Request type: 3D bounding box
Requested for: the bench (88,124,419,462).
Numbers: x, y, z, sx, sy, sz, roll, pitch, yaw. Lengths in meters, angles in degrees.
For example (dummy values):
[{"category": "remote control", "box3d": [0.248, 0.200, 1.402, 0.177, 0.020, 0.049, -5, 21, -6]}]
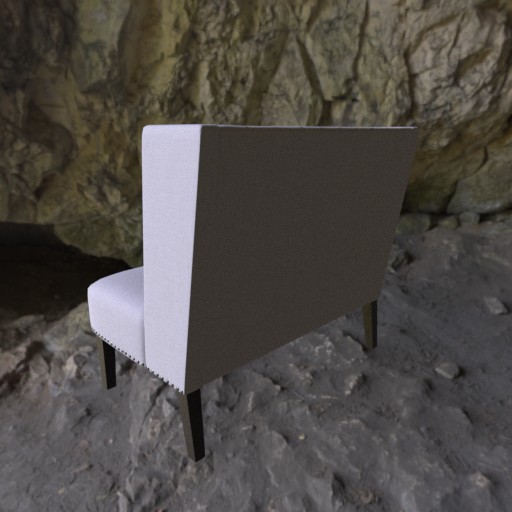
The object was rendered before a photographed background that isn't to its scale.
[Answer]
[{"category": "bench", "box3d": [0.000, 0.000, 2.006, 0.847, 1.123, 1.280, 15, 22, 43]}]
